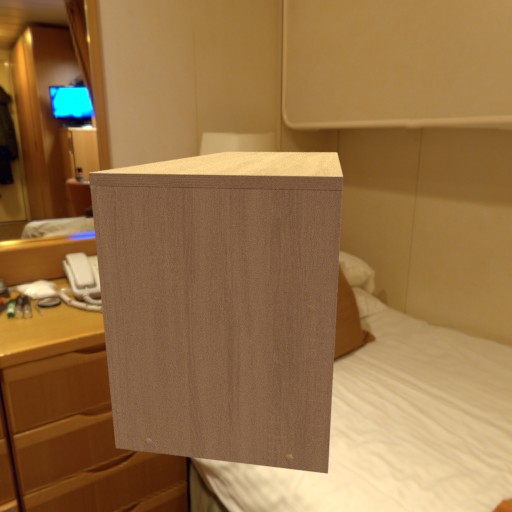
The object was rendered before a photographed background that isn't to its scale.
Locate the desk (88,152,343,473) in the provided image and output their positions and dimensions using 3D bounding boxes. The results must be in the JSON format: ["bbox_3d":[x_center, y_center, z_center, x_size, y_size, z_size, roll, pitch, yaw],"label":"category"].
[{"bbox_3d":[0.000,0.000,1.725,0.600,0.740,1.390,3,15,9],"label":"desk"}]
